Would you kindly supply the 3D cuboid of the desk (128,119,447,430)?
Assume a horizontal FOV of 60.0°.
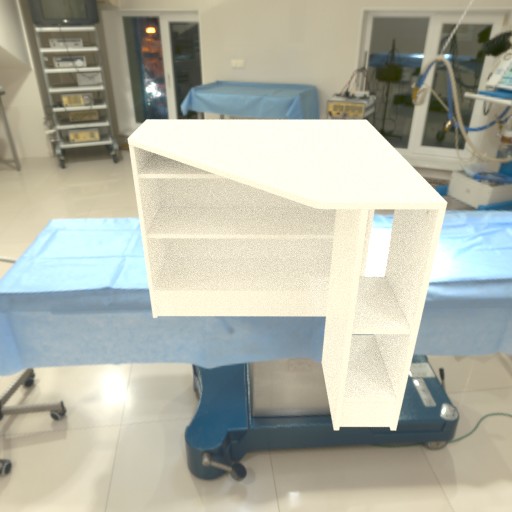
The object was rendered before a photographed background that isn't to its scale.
[{"bbox_3d":[0.000,0.000,1.689,0.940,0.818,0.926,0,29,0],"label":"desk"}]
